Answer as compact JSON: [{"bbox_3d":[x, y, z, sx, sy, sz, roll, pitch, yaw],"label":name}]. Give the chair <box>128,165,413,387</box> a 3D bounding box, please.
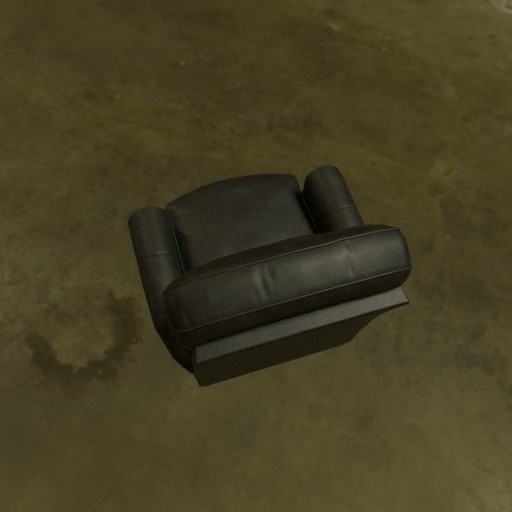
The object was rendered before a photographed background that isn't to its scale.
[{"bbox_3d":[0.000,0.000,1.812,0.936,1.018,0.986,-15,59,-9],"label":"chair"}]
